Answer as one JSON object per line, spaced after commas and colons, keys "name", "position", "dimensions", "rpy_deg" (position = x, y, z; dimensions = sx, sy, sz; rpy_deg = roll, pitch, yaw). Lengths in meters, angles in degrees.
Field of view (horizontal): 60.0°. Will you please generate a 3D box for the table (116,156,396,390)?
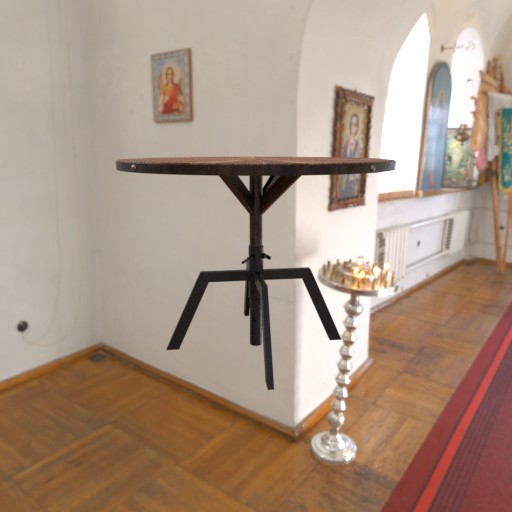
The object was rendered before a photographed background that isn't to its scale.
{"name": "table", "position": [0.000, 0.000, 1.539], "dimensions": [0.885, 0.658, 0.885], "rpy_deg": [0, 14, 0]}
